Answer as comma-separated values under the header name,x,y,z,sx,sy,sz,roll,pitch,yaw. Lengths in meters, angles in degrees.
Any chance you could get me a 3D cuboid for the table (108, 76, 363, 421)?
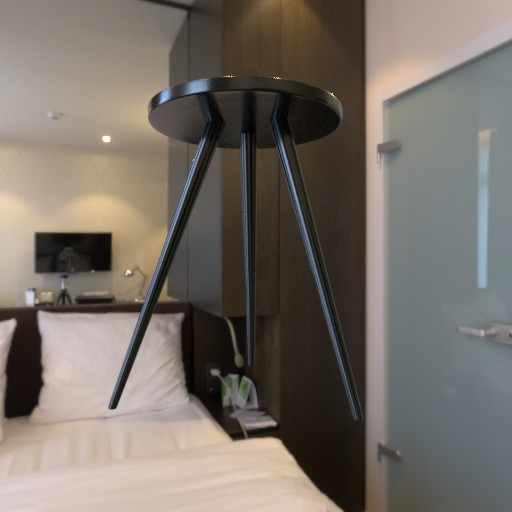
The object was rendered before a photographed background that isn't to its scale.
name,x,y,z,sx,sy,sz,roll,pitch,yaw
table,0.000,0.000,0.847,0.415,0.548,0.403,0,0,36
